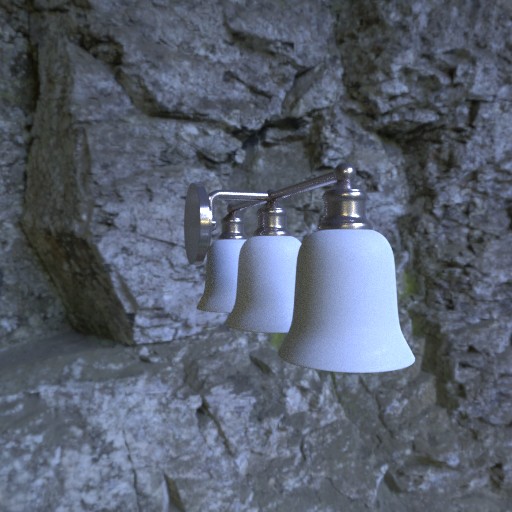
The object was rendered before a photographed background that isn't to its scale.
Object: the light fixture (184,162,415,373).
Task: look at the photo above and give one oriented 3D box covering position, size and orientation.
[{"bbox_3d":[0.000,0.000,0.672,0.198,0.211,0.570,0,1,-20],"label":"light fixture"}]
